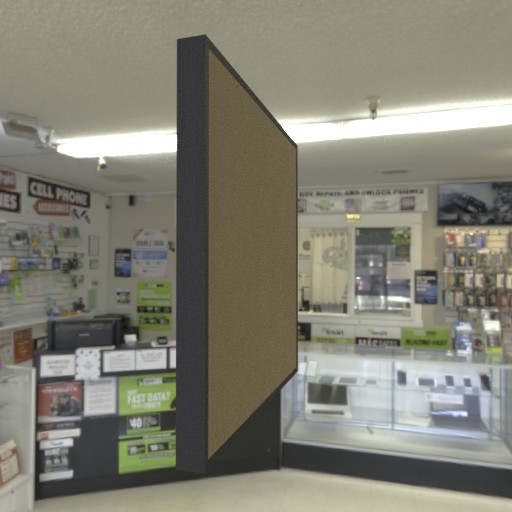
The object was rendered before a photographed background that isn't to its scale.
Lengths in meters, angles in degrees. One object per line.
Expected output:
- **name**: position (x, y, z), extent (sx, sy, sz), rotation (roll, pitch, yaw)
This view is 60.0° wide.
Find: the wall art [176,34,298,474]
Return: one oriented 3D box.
- **wall art**: position (0.000, 0.000, 0.759), extent (0.037, 0.507, 0.509), rotation (0, -1, 17)
